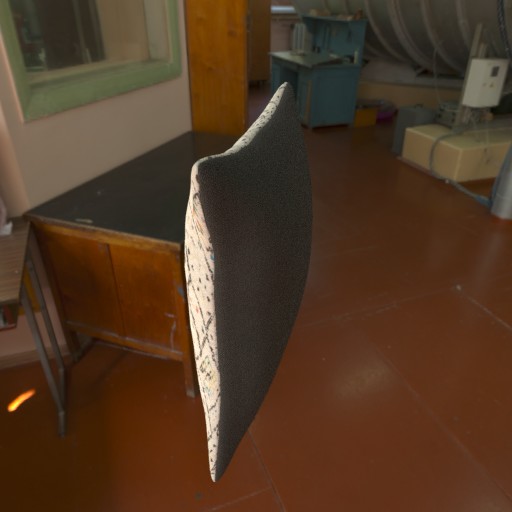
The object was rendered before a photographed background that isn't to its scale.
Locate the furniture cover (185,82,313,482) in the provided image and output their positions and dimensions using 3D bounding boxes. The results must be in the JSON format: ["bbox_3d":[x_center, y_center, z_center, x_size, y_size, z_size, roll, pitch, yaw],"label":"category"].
[{"bbox_3d":[0.000,0.000,0.764,0.180,0.498,0.525,7,31,11],"label":"furniture cover"}]
